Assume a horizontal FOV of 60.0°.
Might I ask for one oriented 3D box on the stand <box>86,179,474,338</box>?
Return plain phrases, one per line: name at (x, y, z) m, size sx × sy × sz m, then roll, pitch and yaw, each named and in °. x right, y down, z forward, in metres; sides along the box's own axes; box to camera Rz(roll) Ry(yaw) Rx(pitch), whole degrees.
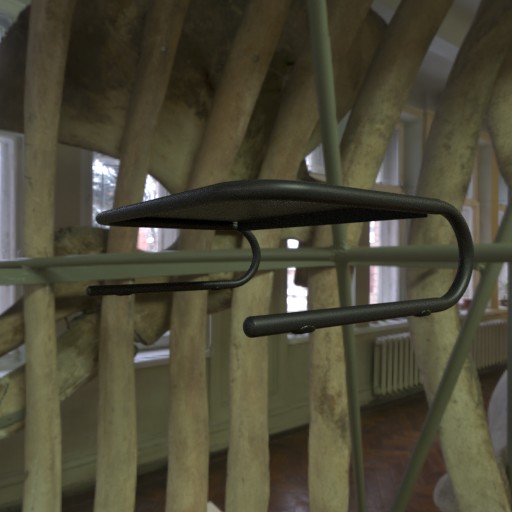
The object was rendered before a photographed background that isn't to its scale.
stand at (0.000, 0.000, 0.511) m, size 0.280 × 0.108 × 0.370 m, roll 0°, pitch 0°, yaw -37°
